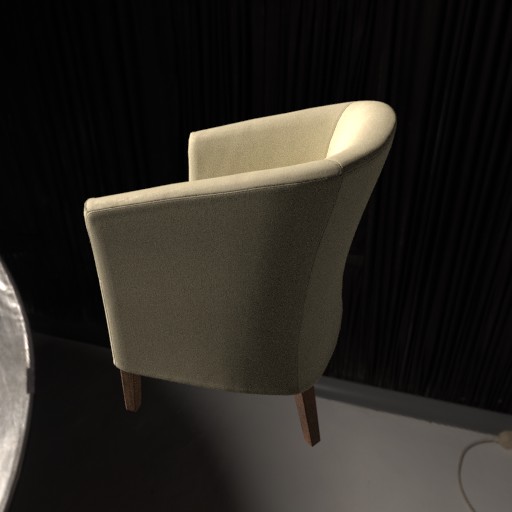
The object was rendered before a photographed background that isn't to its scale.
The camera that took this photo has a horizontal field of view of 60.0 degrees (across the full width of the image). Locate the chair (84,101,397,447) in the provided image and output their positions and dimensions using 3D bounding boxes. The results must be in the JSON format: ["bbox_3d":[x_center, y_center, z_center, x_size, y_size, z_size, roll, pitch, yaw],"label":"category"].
[{"bbox_3d":[0.000,0.000,1.274,0.657,0.822,0.643,8,31,14],"label":"chair"}]
